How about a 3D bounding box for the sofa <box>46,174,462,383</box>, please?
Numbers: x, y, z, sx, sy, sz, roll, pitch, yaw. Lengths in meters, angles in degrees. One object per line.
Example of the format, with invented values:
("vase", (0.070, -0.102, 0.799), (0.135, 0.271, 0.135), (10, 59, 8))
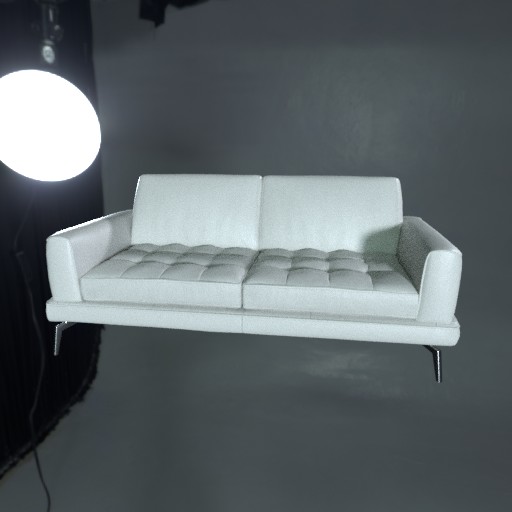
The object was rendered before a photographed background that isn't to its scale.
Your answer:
("sofa", (0.000, 0.000, 2.706), (2.177, 0.930, 1.121), (2, 15, 9))
